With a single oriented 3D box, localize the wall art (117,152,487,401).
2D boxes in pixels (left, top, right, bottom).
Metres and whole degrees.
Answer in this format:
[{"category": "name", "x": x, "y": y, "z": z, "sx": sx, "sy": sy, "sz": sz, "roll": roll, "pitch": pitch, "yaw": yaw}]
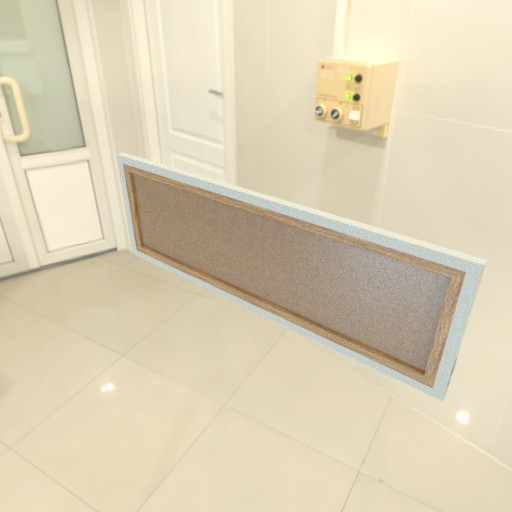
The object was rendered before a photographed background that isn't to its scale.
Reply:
[{"category": "wall art", "x": 0.000, "y": 0.000, "z": 1.689, "sx": 1.520, "sy": 0.507, "sz": 0.039, "roll": 21, "pitch": 37, "yaw": 32}]
